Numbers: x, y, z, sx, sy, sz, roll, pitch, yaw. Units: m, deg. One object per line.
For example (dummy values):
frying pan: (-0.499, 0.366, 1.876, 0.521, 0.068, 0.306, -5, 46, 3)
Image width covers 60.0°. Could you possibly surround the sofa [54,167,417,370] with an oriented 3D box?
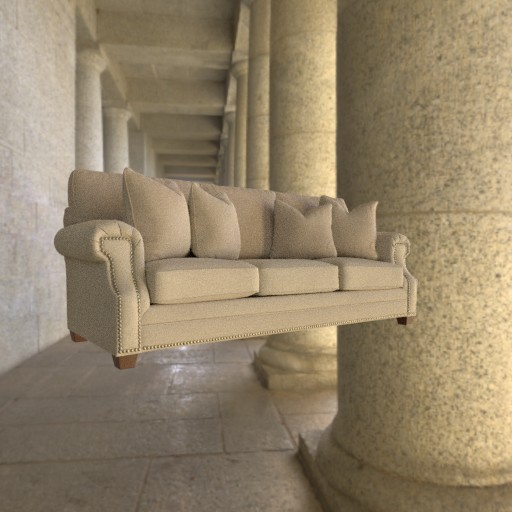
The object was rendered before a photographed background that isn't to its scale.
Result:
sofa: (0.000, 0.000, 2.887, 2.312, 0.975, 0.965, 0, 0, -36)
